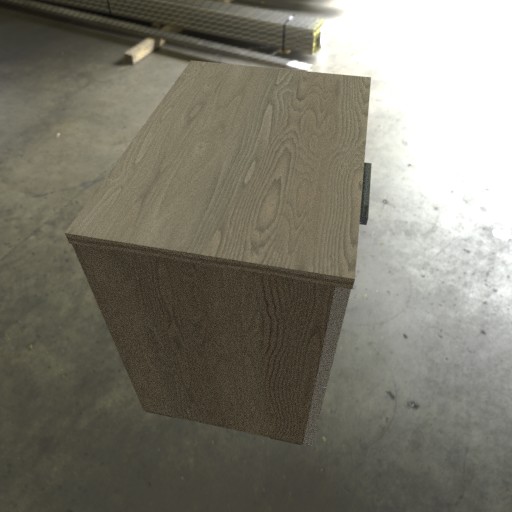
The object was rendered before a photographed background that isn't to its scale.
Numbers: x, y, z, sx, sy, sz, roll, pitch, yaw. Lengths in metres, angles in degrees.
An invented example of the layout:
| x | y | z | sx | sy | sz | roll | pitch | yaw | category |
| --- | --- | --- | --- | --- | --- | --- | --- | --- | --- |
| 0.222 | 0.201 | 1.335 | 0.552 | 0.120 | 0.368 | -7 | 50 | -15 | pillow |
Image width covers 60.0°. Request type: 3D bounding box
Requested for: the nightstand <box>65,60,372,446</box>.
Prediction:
| x | y | z | sx | sy | sz | roll | pitch | yaw | category |
| --- | --- | --- | --- | --- | --- | --- | --- | --- | --- |
| 0.000 | 0.000 | 0.768 | 0.325 | 0.461 | 0.442 | 9 | 48 | 8 | nightstand |
